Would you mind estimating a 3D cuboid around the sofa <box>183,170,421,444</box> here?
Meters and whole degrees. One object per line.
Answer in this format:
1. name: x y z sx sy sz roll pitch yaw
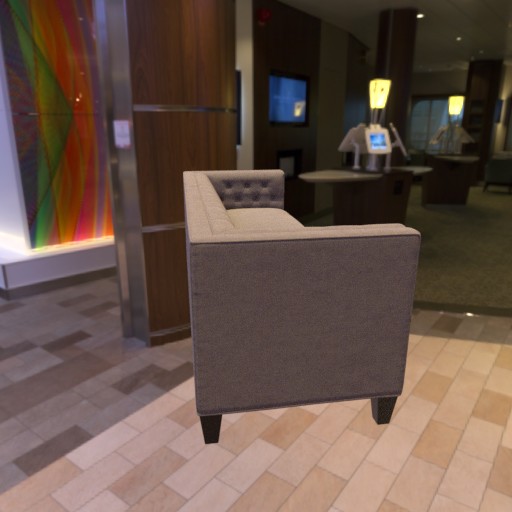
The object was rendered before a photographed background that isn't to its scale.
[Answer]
1. sofa: 0.000 0.000 2.535 0.775 0.762 2.159 -3 17 -9
